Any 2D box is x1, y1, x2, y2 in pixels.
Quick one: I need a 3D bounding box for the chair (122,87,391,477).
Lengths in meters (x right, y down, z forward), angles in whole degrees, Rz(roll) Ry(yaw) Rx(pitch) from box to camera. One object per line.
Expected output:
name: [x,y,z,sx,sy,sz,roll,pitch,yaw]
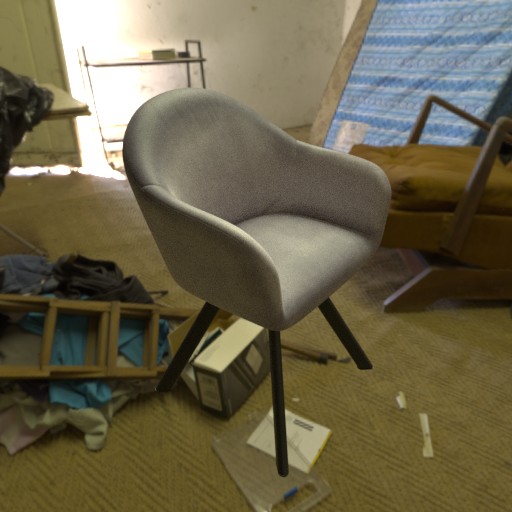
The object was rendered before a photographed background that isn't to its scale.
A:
chair: [0.000,0.000,1.145,0.540,0.780,0.570,20,34,33]
